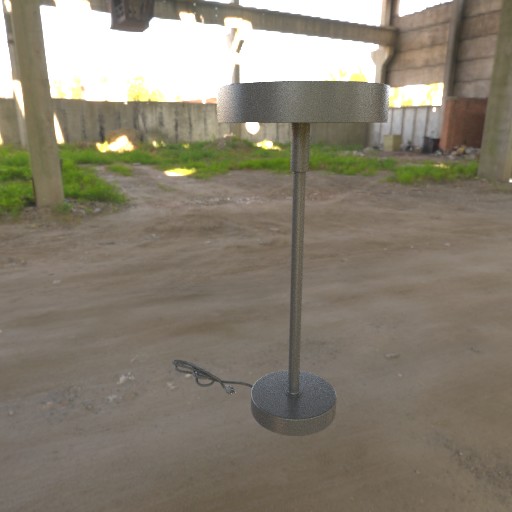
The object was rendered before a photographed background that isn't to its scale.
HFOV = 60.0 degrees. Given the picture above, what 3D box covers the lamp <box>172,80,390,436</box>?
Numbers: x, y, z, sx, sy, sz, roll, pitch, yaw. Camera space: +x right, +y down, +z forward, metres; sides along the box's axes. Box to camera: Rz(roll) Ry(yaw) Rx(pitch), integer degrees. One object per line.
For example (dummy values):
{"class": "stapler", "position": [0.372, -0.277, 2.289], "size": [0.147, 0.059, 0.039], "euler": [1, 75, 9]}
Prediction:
{"class": "lamp", "position": [0.000, 0.000, 0.698], "size": [0.369, 0.508, 0.229], "euler": [9, 19, 28]}
